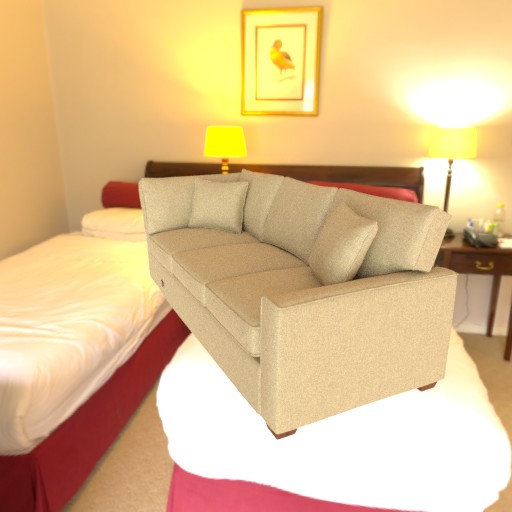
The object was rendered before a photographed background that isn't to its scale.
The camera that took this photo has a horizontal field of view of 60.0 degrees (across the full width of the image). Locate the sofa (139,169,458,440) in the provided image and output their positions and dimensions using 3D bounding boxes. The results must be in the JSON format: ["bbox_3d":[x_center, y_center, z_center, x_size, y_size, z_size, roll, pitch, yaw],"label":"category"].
[{"bbox_3d":[0.000,0.000,2.931,1.061,0.962,2.317,-8,18,-25],"label":"sofa"}]
